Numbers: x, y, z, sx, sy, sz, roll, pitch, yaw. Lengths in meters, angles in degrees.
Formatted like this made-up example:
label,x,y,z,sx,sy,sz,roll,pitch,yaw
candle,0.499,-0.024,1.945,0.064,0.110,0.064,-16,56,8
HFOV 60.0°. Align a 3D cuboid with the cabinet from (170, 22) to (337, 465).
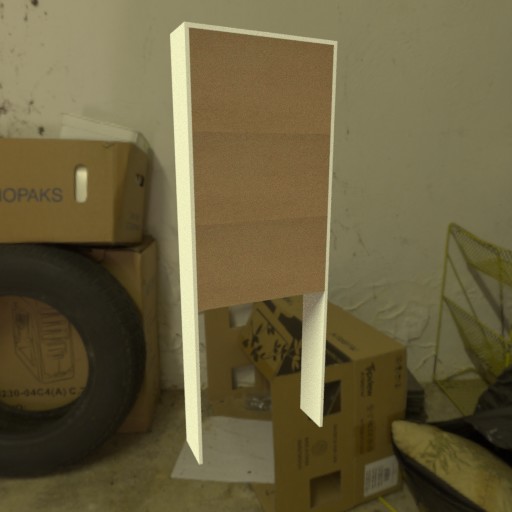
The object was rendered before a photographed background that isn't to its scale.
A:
label,x,y,z,sx,sy,sz,roll,pitch,yaw
cabinet,0.000,0.000,1.955,0.643,1.770,0.192,-6,15,-25
